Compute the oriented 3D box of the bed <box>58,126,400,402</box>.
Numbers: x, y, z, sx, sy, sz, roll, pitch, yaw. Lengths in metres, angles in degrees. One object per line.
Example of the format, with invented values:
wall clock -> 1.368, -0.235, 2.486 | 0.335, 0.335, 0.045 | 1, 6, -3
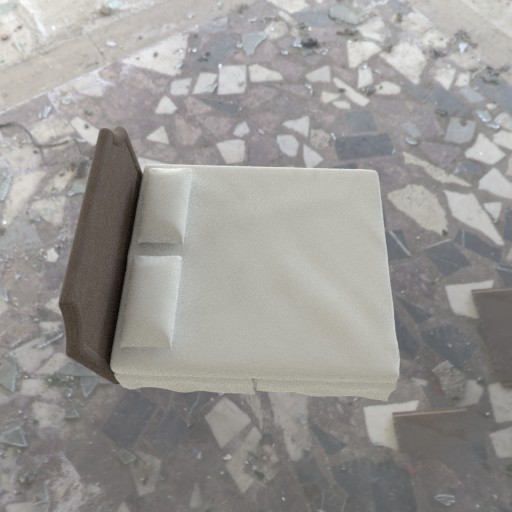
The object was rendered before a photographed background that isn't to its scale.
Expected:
bed -> 0.000, 0.000, 4.182 | 2.773, 1.590, 2.350 | 2, 64, 1
